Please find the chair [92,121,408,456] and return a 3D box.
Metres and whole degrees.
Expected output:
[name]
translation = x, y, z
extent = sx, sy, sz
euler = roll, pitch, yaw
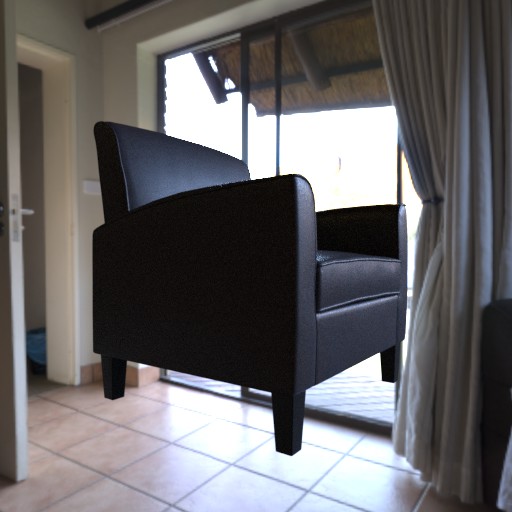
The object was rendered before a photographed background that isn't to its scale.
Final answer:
[chair]
translation = 0.000, 0.000, 1.537
extent = 0.819, 0.916, 0.820
euler = 0, 1, 36
